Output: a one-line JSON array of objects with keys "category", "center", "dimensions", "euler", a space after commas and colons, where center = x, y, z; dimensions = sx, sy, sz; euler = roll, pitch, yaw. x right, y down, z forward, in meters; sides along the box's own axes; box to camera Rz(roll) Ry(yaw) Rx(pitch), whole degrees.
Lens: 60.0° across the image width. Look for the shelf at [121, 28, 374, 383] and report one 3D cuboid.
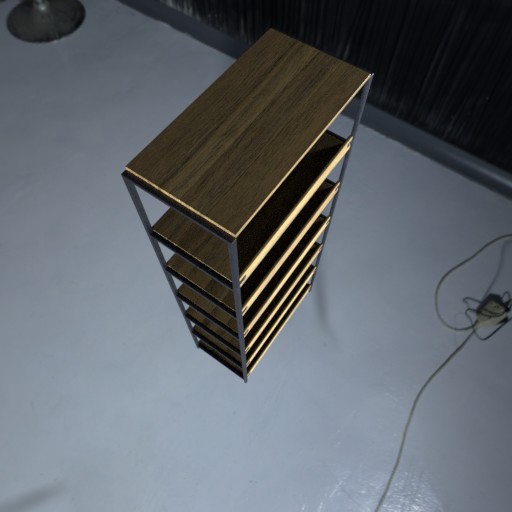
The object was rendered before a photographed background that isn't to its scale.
[{"category": "shelf", "center": [0.000, 0.000, 2.362], "dimensions": [0.431, 2.015, 0.847], "euler": [32, 67, 15]}]
